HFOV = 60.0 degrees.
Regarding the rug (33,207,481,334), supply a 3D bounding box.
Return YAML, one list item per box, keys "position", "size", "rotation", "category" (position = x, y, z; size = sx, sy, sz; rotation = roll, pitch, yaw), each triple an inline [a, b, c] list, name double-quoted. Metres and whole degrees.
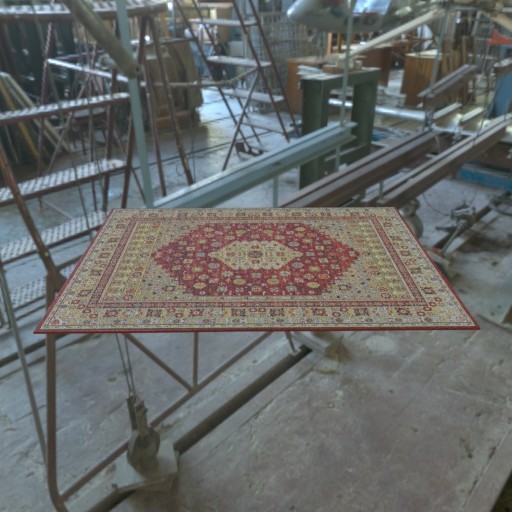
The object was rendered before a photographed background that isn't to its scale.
- position: [0.000, 0.000, 2.296]
  size: [1.802, 0.013, 1.194]
  rotation: [0, 30, -1]
  category: "rug"
